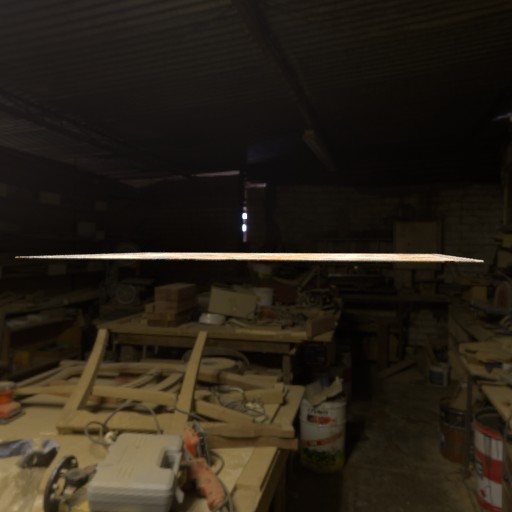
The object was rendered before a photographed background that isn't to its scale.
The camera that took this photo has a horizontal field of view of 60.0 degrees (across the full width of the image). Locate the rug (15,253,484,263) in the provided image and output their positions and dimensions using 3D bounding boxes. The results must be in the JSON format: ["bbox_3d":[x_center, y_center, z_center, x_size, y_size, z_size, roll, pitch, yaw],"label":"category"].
[{"bbox_3d":[0.000,0.000,2.927,2.428,0.010,1.533,0,1,15],"label":"rug"}]
